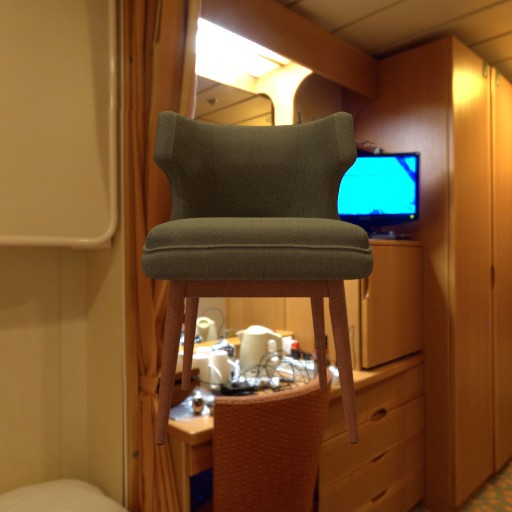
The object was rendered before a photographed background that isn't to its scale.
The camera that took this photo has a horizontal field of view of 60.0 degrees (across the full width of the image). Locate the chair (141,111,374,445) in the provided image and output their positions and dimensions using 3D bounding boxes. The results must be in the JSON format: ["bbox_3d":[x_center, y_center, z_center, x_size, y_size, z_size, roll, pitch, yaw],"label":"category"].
[{"bbox_3d":[0.000,0.000,1.229,0.595,0.863,0.581,0,0,-1],"label":"chair"}]
